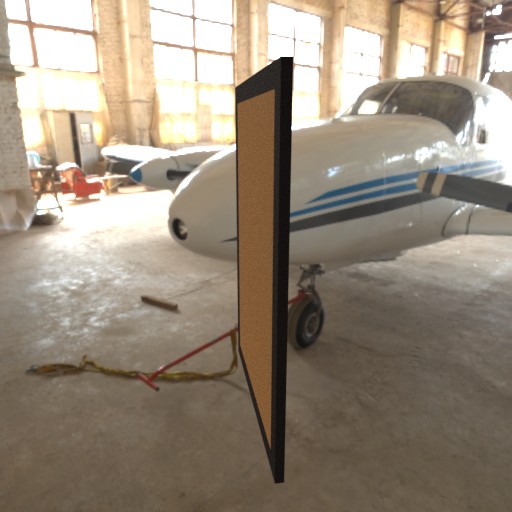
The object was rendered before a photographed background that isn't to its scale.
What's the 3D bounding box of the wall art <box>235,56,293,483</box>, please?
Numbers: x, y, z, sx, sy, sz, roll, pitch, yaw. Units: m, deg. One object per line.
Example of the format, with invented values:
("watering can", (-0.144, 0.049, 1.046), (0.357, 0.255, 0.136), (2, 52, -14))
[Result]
("wall art", (0.000, 0.000, 0.707), (0.013, 0.534, 0.380), (-3, 16, -9))
